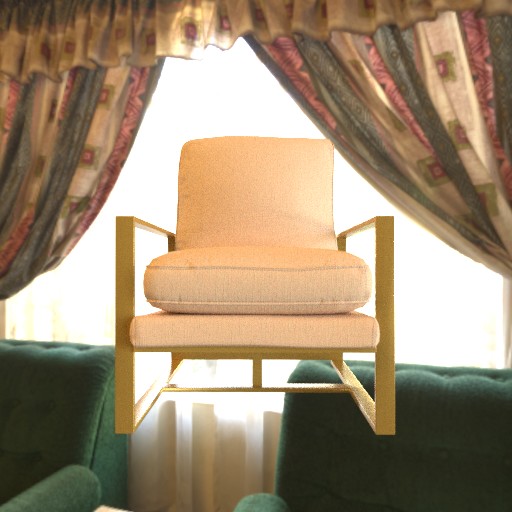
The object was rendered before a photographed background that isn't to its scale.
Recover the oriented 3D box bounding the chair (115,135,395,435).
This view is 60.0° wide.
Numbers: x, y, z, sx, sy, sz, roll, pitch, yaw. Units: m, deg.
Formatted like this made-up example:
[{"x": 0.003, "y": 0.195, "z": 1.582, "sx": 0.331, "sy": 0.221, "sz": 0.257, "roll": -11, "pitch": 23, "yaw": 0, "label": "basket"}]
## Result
[{"x": 0.000, "y": 0.000, "z": 1.557, "sx": 0.758, "sy": 0.956, "sz": 0.813, "roll": 0, "pitch": 0, "yaw": 1, "label": "chair"}]
